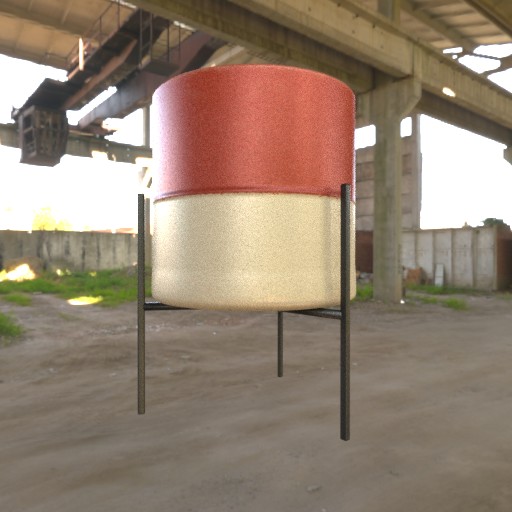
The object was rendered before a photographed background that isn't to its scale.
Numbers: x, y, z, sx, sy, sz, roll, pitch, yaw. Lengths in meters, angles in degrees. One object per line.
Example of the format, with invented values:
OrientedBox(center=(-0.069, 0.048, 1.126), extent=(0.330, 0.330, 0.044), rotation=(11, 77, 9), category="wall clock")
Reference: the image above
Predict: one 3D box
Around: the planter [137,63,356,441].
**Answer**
OrientedBox(center=(0.000, 0.000, 0.528), extent=(0.235, 0.354, 0.251), rotation=(0, 0, 18), category="planter")
